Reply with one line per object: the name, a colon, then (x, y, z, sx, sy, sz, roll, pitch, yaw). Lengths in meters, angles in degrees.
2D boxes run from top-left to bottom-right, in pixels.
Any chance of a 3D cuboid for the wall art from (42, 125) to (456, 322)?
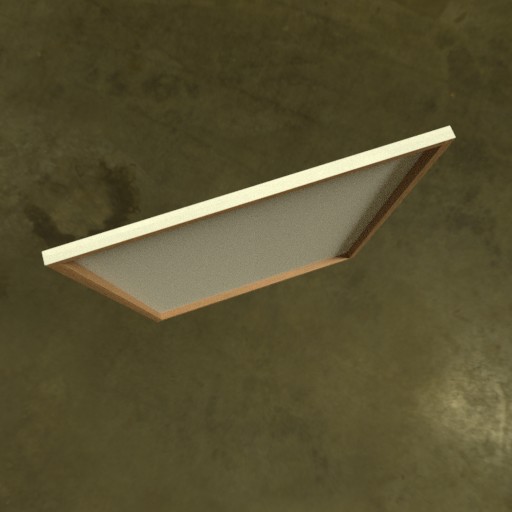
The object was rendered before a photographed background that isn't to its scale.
wall art: (0.000, 0.000, 0.969, 0.609, 0.710, 0.021, -18, 76, -5)
